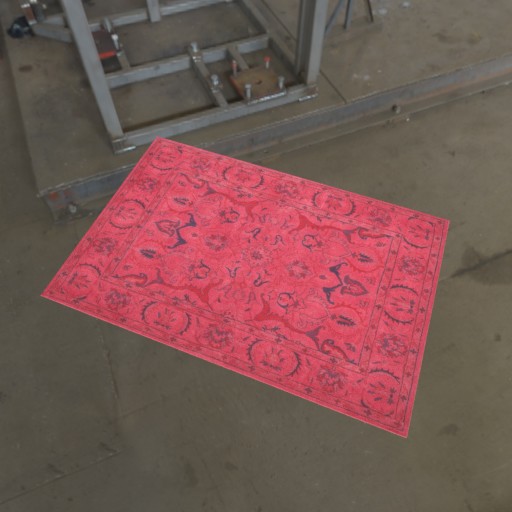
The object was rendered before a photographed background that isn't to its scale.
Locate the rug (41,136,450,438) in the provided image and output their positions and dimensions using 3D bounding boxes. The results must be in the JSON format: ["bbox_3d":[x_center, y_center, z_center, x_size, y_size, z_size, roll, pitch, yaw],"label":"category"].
[{"bbox_3d":[0.000,0.000,2.314,1.814,0.008,1.209,18,59,11],"label":"rug"}]
